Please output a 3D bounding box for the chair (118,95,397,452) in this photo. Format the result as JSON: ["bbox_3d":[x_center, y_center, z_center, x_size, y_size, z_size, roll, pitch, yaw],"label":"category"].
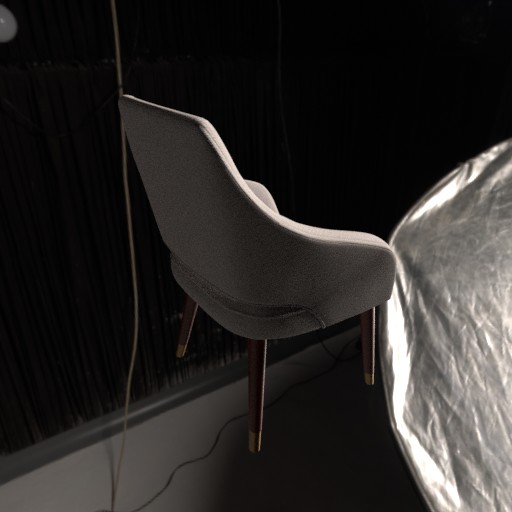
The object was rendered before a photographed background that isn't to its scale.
[{"bbox_3d":[0.000,0.000,1.276,0.600,0.889,0.609,-17,32,-30],"label":"chair"}]
